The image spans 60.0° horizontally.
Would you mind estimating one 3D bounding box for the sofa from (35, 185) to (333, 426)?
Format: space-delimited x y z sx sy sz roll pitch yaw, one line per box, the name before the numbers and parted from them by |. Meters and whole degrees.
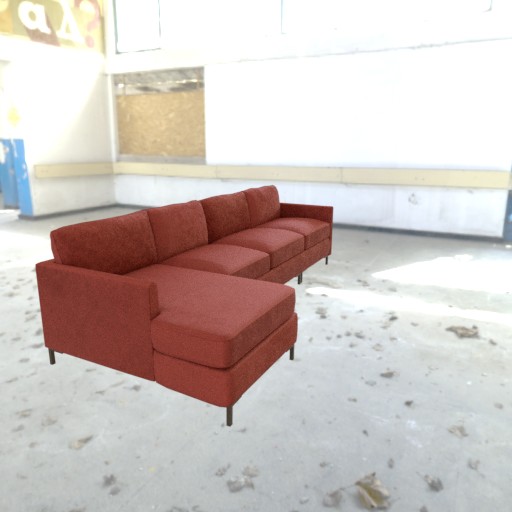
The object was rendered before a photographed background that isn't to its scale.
sofa | 0.000 0.000 4.008 1.500 0.967 3.400 8 17 27
